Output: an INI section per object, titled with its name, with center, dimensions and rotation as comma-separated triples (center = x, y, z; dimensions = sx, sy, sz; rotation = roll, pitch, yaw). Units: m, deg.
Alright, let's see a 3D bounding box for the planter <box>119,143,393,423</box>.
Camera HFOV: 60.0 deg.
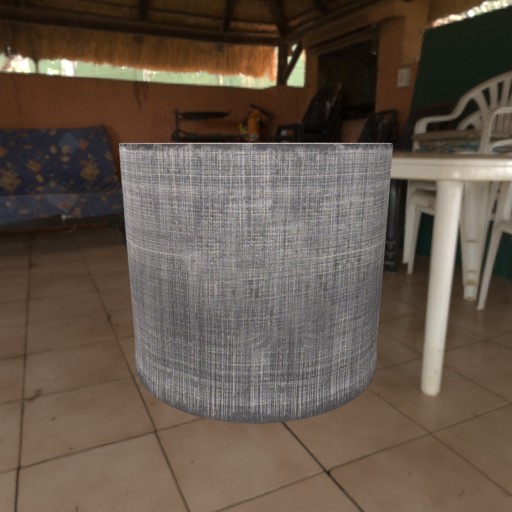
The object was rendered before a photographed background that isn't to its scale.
[planter]
center = 0.000, 0.000, 0.320
dimensions = 0.178, 0.157, 0.178
rotation = 0, 14, 0
